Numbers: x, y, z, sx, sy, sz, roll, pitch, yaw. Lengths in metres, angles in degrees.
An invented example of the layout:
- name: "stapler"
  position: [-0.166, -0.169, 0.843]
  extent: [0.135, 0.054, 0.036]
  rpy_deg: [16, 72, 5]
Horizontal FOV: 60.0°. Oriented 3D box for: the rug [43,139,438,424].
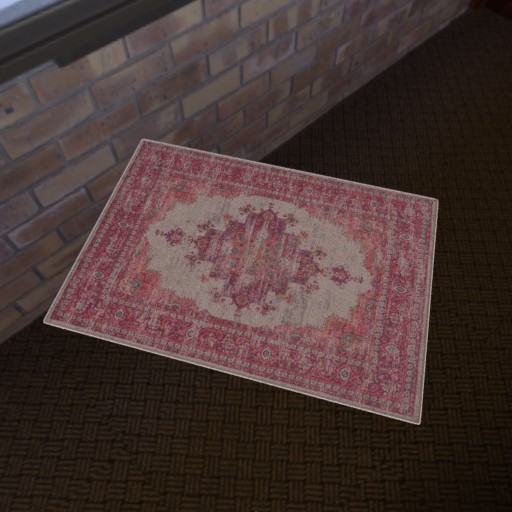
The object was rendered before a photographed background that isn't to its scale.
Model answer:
- name: "rug"
  position: [0.000, 0.000, 3.714]
  extent: [2.878, 0.014, 2.005]
  rpy_deg: [13, 61, 7]
